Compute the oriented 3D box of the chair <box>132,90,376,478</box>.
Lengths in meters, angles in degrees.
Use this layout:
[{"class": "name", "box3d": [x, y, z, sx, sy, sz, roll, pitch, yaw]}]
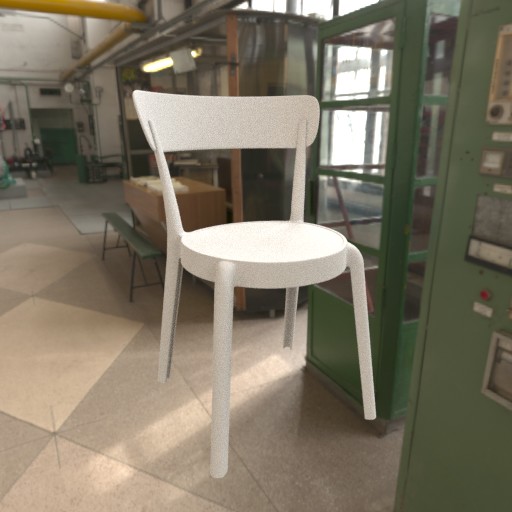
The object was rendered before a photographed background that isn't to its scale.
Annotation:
[{"class": "chair", "box3d": [0.000, 0.000, 1.121, 0.506, 0.790, 0.491, -9, 19, -26]}]
